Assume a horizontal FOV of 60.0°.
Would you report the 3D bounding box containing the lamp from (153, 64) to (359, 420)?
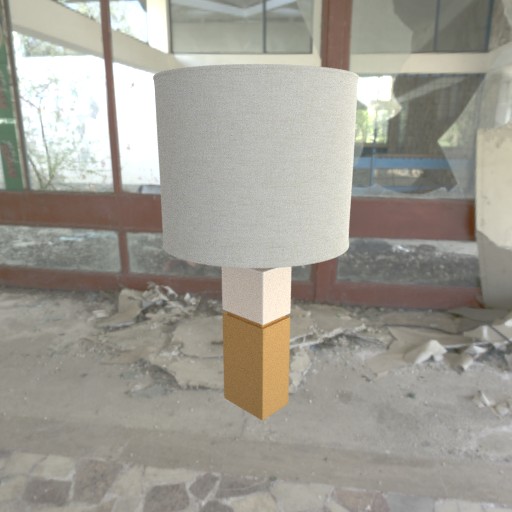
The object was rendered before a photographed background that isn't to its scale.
[{"bbox_3d":[0.000,0.000,0.559,0.229,0.417,0.229,14,21,42],"label":"lamp"}]
